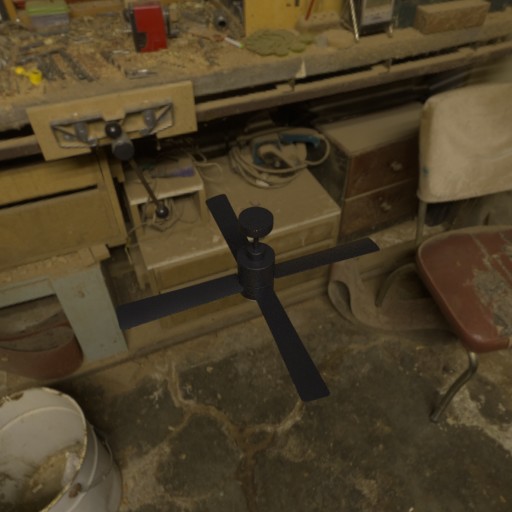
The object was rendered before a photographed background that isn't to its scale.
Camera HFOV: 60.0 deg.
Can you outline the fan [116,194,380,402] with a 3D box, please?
[{"bbox_3d":[0.000,0.000,2.336,1.525,0.534,1.525,-15,49,-14],"label":"fan"}]
